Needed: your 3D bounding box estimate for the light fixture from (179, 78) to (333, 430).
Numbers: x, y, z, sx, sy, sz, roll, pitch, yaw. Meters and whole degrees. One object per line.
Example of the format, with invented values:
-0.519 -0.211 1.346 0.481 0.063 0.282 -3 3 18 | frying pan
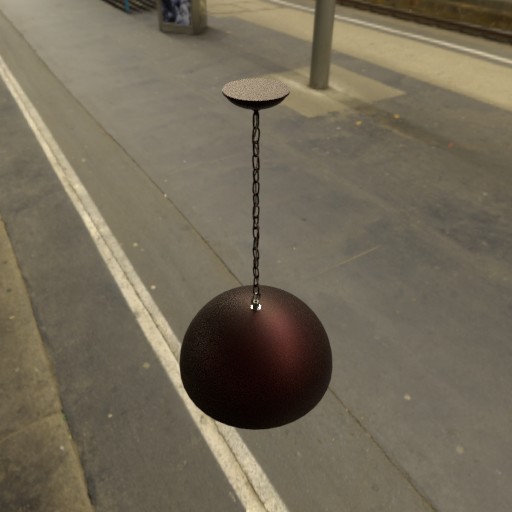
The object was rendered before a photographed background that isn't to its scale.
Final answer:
0.000 0.000 1.174 0.492 0.869 0.492 25 45 28 | light fixture
